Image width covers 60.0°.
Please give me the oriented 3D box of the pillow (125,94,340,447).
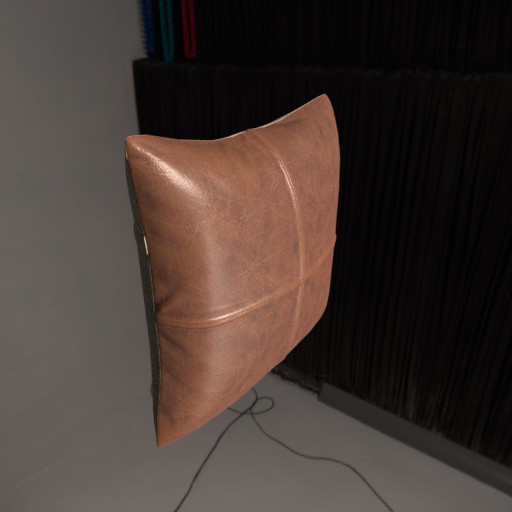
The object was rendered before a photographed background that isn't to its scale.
[{"bbox_3d":[0.000,0.000,0.738,0.192,0.470,0.484,17,31,32],"label":"pillow"}]
